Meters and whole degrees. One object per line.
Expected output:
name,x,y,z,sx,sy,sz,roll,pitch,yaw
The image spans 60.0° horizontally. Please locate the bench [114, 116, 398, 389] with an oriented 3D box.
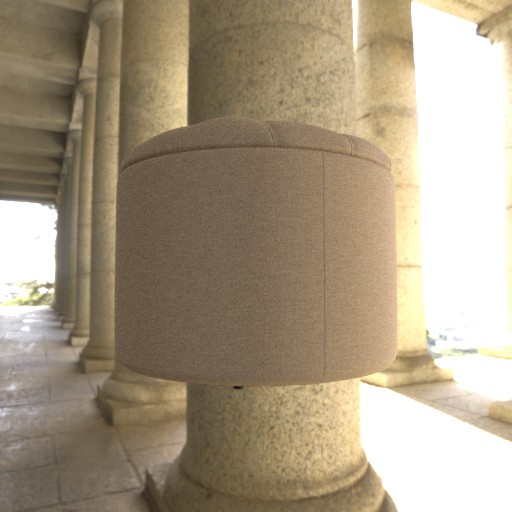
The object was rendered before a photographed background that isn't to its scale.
bench,0.000,0.000,0.991,0.600,0.454,0.600,0,-3,0
